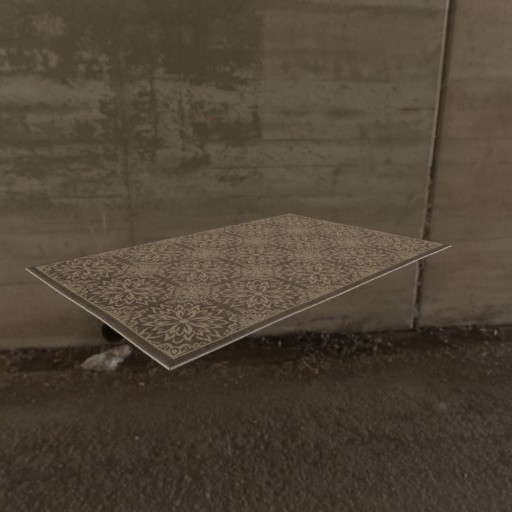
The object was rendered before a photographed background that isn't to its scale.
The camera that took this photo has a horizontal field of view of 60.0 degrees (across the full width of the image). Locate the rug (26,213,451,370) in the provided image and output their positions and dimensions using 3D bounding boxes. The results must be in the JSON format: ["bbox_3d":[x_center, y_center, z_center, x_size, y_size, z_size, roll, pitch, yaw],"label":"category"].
[{"bbox_3d":[0.000,0.000,3.393,2.746,0.018,1.819,-16,23,-41],"label":"rug"}]
